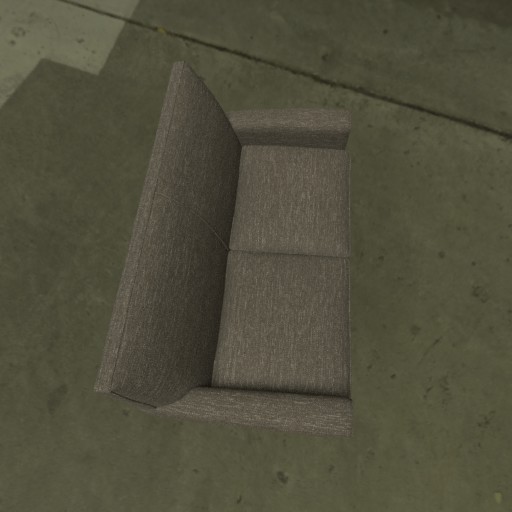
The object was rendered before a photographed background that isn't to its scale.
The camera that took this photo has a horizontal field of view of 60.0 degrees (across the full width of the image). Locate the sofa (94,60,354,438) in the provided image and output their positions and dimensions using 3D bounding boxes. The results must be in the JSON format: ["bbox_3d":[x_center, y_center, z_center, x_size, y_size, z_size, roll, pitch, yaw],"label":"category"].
[{"bbox_3d":[0.000,0.000,2.030,0.867,0.905,1.509,5,64,2],"label":"sofa"}]
